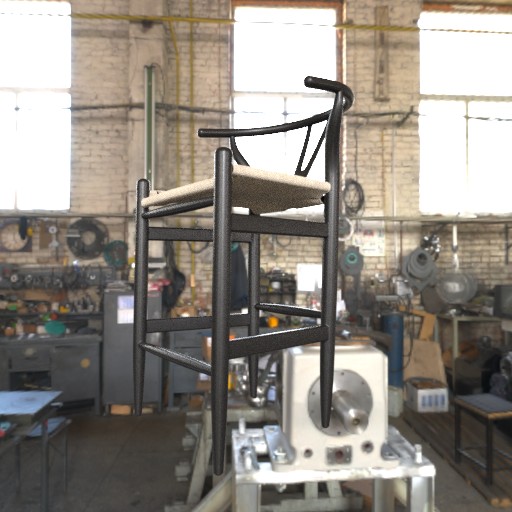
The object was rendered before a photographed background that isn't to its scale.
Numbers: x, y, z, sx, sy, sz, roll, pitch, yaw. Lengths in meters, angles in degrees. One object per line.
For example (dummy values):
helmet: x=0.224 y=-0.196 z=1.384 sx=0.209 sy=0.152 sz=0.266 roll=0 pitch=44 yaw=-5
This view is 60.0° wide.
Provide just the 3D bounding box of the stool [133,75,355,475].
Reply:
stool: x=0.000 y=0.000 z=1.328 sx=0.579 sy=0.970 sz=0.569 roll=1 pitch=-1 yaw=-36
